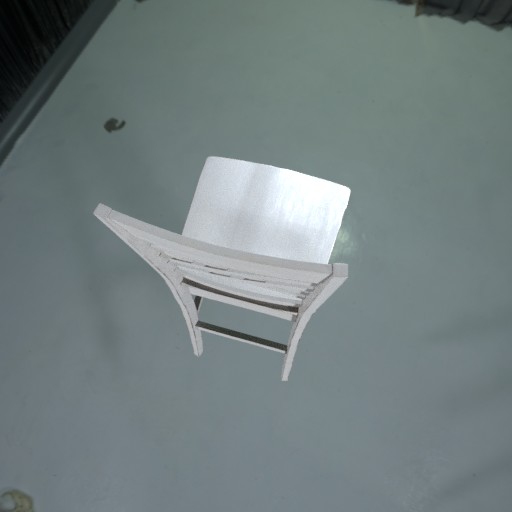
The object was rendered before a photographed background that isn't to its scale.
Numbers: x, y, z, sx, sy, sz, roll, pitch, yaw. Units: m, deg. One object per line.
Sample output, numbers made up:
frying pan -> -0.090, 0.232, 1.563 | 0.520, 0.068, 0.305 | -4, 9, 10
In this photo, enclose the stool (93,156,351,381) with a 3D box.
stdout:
stool -> 0.000, 0.000, 1.352 | 0.462, 1.079, 0.539 | 14, 64, 7
